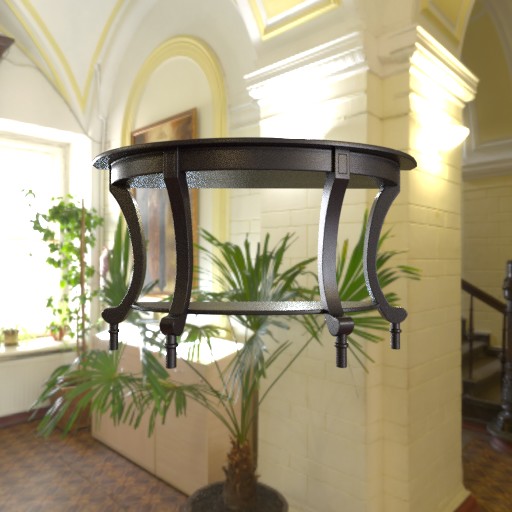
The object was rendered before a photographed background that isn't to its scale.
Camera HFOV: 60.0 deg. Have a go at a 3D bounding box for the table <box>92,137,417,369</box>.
[{"bbox_3d":[0.000,0.000,1.490,1.198,0.692,0.394,0,0,-1],"label":"table"}]
